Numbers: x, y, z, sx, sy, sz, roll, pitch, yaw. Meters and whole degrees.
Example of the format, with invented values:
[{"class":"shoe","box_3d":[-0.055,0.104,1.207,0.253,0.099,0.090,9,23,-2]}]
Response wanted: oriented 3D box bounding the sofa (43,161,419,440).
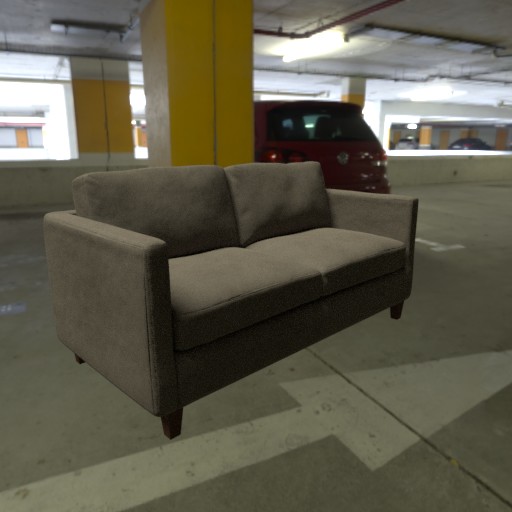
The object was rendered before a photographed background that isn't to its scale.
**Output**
[{"class":"sofa","box_3d":[0.000,0.000,2.410,1.884,0.963,0.950,-13,19,-42]}]
